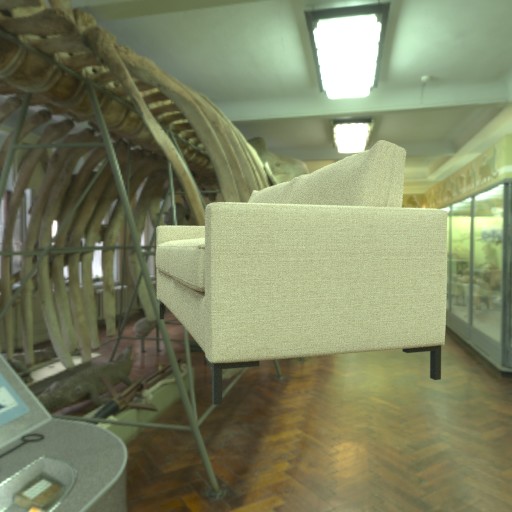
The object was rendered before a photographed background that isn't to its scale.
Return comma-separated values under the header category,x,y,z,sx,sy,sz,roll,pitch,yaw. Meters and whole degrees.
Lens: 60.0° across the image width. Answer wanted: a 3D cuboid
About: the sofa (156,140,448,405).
category,x,y,z,sx,sy,sz,roll,pitch,yaw
sofa,0.000,0.000,2.121,0.839,0.812,1.651,0,1,-18
